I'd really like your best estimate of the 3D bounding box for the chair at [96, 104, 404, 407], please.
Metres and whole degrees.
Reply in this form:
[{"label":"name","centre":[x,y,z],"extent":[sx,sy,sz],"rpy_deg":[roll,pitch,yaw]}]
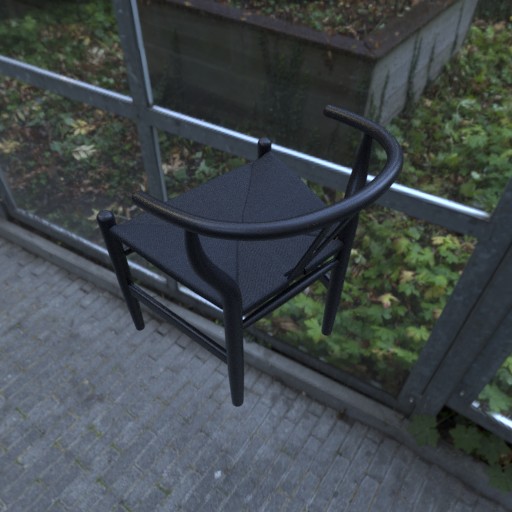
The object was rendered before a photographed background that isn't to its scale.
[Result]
[{"label":"chair","centre":[0.000,0.000,1.151],"extent":[0.569,0.730,0.579],"rpy_deg":[-31,53,-27]}]
